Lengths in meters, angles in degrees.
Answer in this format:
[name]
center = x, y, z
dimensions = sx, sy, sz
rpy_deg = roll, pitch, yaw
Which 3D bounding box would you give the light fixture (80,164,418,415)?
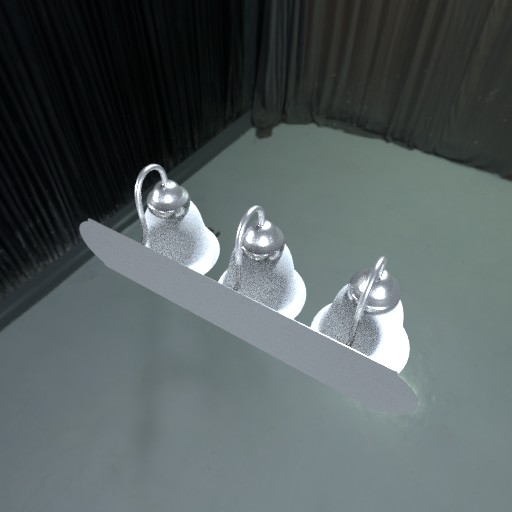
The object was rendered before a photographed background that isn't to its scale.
[light fixture]
center = 0.000, 0.000, 0.719
dimensions = 0.610, 0.222, 0.199
rpy_deg = 24, 52, 21
